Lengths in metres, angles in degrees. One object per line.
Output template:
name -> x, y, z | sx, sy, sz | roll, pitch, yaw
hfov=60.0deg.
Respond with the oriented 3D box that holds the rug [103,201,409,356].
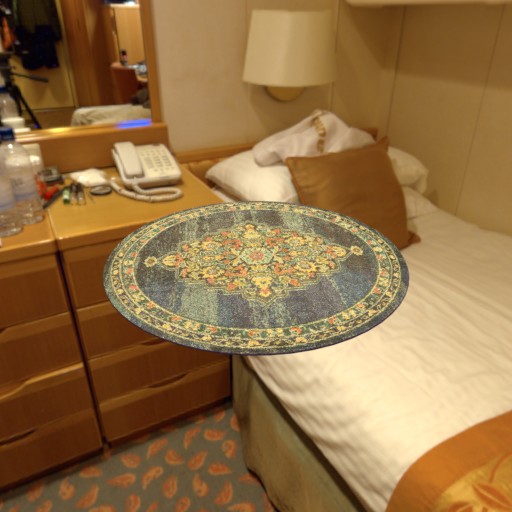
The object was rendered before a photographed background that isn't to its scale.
rug -> 0.000, 0.000, 3.603 | 2.386, 0.014, 2.386 | 0, 29, 0
